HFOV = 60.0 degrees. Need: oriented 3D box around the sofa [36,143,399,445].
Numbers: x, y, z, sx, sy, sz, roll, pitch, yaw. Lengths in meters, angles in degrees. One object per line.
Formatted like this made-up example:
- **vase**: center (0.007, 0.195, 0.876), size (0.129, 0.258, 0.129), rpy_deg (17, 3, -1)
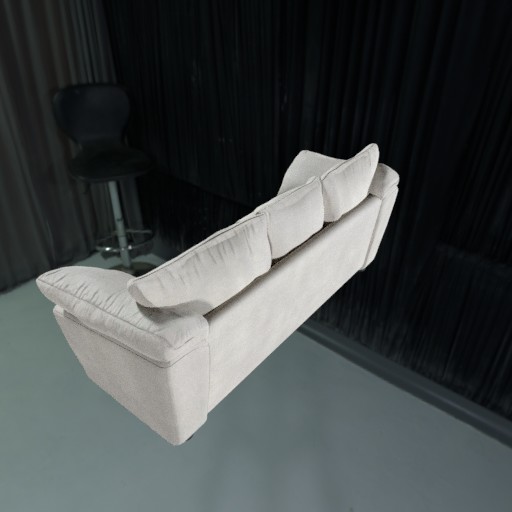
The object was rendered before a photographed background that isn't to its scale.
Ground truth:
- **sofa**: center (0.000, 0.000, 2.776), size (0.878, 0.996, 2.334), rpy_deg (23, 39, 31)
